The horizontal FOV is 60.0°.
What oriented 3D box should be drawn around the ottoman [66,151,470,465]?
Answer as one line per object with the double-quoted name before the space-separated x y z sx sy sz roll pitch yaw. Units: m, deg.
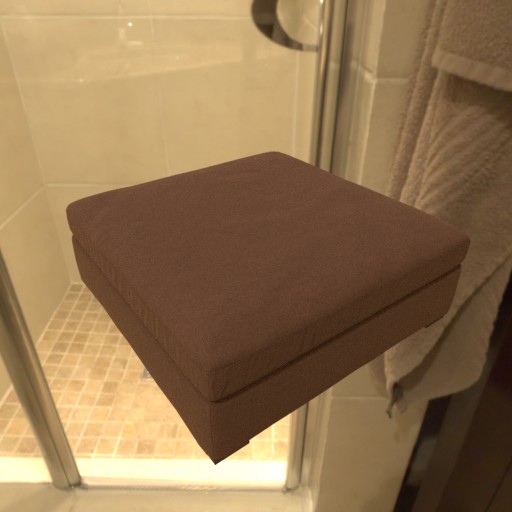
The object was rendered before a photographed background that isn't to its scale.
"ottoman" 0.000 0.000 1.836 1.181 0.470 1.181 -21 38 -30
